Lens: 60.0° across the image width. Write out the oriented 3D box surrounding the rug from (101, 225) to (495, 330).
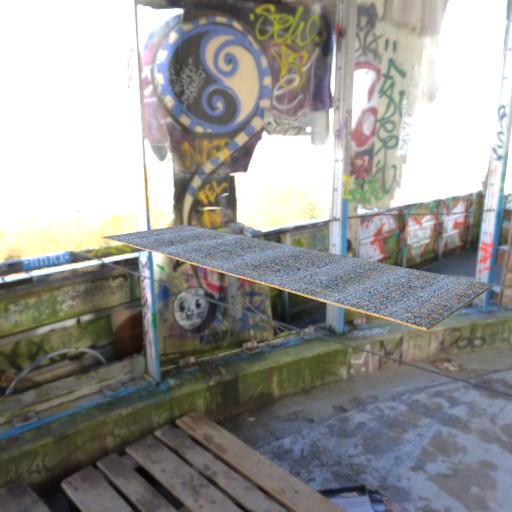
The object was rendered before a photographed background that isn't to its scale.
[{"bbox_3d":[0.000,0.000,2.506,2.294,0.014,0.704,13,19,43],"label":"rug"}]
